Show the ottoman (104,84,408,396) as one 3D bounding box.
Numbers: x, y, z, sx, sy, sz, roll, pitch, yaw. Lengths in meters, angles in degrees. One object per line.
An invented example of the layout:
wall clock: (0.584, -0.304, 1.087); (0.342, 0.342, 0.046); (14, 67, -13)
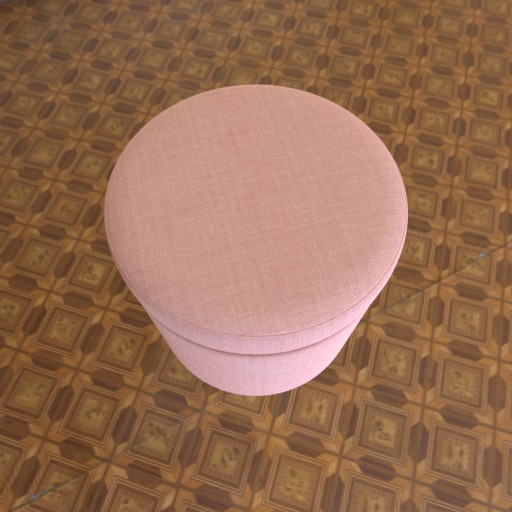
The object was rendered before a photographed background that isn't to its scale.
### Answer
ottoman: (0.000, 0.000, 0.746); (0.400, 0.406, 0.400); (0, 63, 0)
